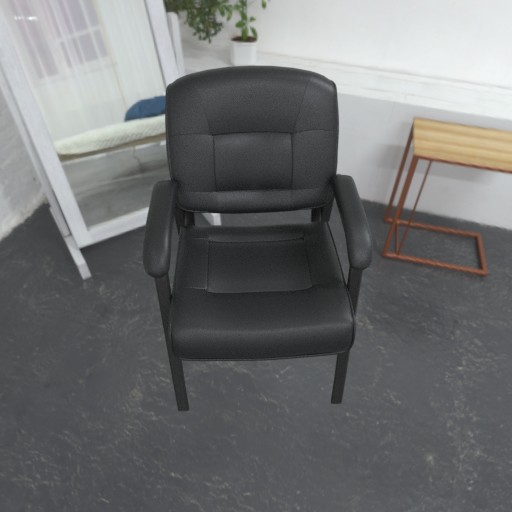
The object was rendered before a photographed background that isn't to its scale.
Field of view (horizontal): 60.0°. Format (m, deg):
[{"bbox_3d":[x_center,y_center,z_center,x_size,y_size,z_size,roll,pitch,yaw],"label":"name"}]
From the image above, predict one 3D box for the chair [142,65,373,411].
[{"bbox_3d":[0.000,0.000,1.352,0.591,0.910,0.668,-2,46,-2],"label":"chair"}]
